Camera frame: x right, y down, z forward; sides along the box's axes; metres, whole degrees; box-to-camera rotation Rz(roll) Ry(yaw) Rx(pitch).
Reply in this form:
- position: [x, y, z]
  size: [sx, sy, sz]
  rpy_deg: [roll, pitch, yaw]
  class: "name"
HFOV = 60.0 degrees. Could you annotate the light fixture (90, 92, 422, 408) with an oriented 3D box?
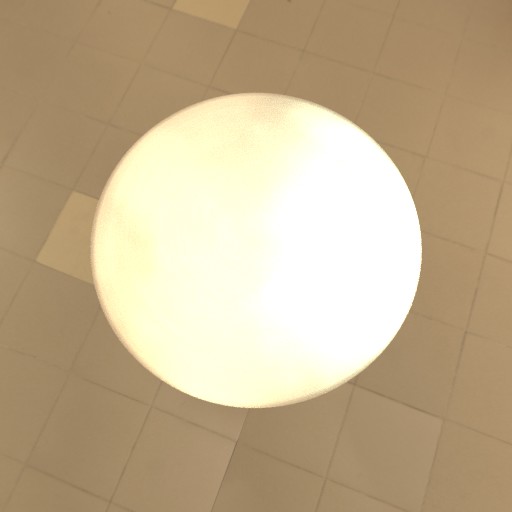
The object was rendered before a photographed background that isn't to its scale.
- position: [0.000, 0.000, 0.440]
  size: [0.280, 0.135, 0.280]
  rpy_deg: [0, 74, 0]
  class: "light fixture"
